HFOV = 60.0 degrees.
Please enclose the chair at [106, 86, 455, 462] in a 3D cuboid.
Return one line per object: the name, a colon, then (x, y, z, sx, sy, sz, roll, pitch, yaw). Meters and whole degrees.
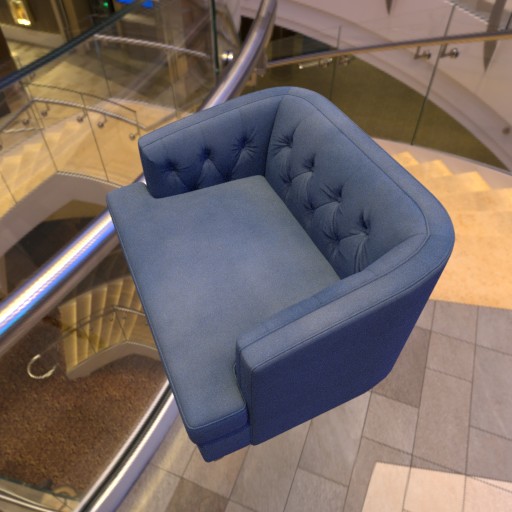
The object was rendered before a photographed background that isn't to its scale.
chair: (0.000, 0.000, 1.697, 0.914, 0.787, 1.118, -19, 51, -16)
